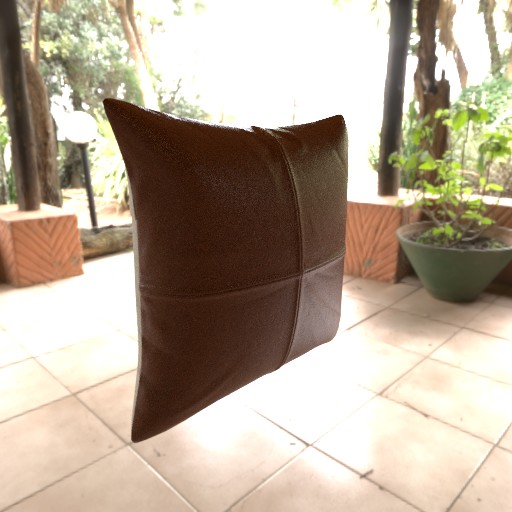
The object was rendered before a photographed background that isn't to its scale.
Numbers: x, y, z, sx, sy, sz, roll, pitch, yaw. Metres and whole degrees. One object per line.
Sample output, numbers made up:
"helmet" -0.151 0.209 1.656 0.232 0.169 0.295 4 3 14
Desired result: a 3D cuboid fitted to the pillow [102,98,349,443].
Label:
"pillow" 0.000 0.000 0.748 0.192 0.477 0.501 14 21 42
